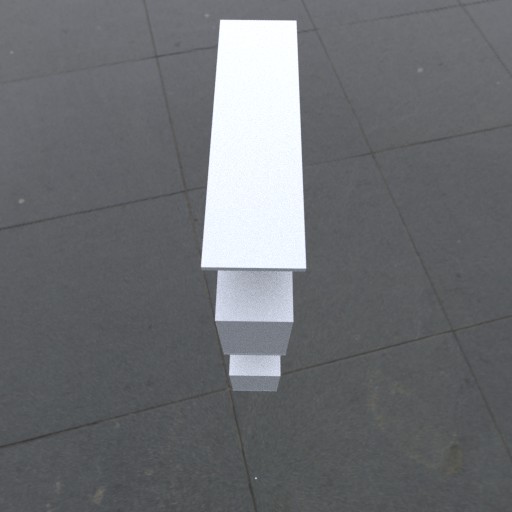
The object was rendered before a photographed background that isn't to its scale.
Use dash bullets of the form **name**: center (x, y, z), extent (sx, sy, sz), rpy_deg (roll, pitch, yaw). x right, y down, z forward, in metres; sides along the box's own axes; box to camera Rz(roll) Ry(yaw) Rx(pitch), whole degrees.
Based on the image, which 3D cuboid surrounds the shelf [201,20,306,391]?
- **shelf**: center (0.000, 0.000, 1.981), extent (0.250, 1.650, 0.890), rpy_deg (1, 63, 0)
